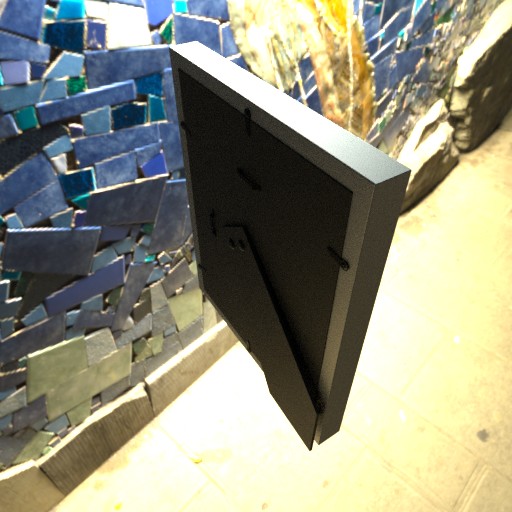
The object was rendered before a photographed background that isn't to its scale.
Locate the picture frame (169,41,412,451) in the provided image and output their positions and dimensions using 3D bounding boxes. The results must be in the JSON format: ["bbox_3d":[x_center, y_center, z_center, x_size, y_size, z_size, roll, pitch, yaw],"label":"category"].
[{"bbox_3d":[0.000,0.000,0.381,0.036,0.282,0.233,-24,48,-23],"label":"picture frame"}]
